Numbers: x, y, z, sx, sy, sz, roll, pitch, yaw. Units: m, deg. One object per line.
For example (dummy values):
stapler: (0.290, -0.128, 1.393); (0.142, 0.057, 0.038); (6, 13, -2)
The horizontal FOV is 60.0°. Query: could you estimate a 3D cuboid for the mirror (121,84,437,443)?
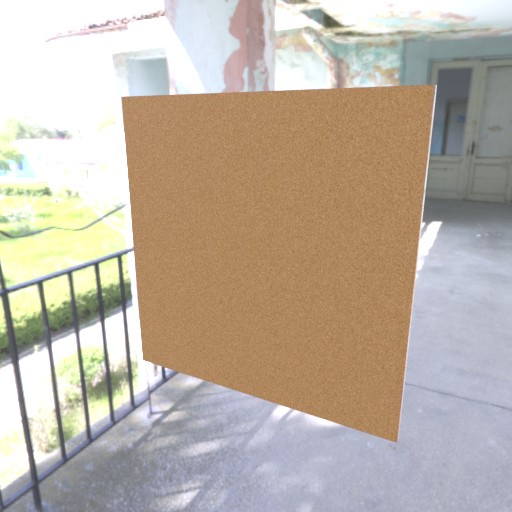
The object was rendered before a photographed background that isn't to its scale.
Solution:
mirror: (0.000, 0.000, 1.160); (0.804, 0.804, 0.061); (9, 19, 28)
